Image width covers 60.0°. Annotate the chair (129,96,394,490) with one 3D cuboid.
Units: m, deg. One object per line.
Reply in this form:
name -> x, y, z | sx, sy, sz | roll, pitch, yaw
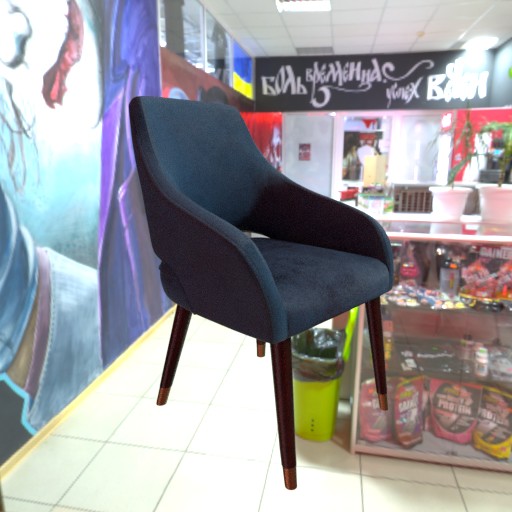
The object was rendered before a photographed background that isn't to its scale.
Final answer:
chair -> 0.000, 0.000, 1.529 | 0.794, 1.081, 0.683 | 12, 18, 42
